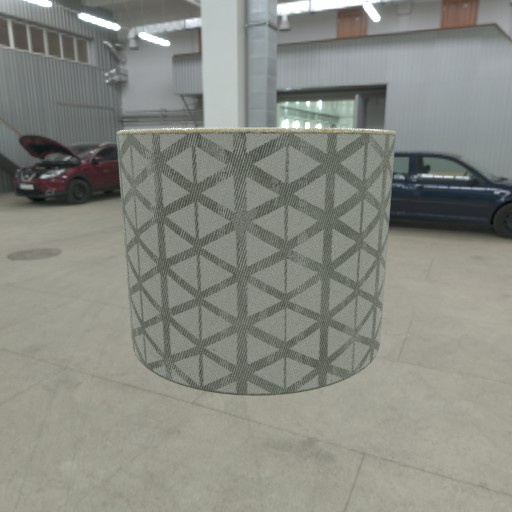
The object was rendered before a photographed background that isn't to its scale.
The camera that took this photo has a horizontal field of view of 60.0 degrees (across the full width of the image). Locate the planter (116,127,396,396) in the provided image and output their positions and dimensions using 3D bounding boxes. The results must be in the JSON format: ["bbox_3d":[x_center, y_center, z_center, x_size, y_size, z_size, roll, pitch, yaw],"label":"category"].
[{"bbox_3d":[0.000,0.000,0.444,0.250,0.239,0.250,0,14,0],"label":"planter"}]
